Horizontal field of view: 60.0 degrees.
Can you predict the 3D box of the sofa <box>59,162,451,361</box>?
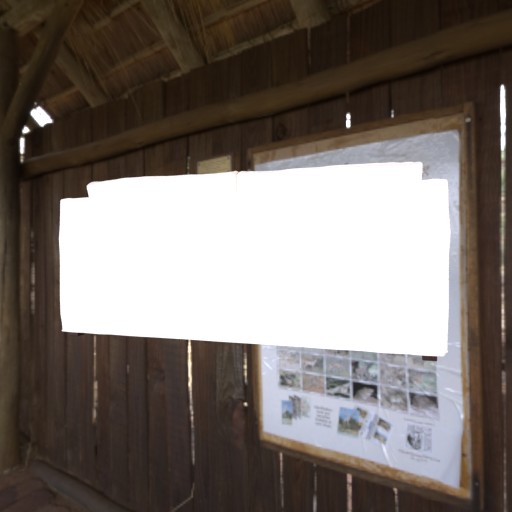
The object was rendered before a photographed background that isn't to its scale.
[{"bbox_3d":[0.000,0.000,2.524,1.987,0.870,0.940,0,0,19],"label":"sofa"}]
